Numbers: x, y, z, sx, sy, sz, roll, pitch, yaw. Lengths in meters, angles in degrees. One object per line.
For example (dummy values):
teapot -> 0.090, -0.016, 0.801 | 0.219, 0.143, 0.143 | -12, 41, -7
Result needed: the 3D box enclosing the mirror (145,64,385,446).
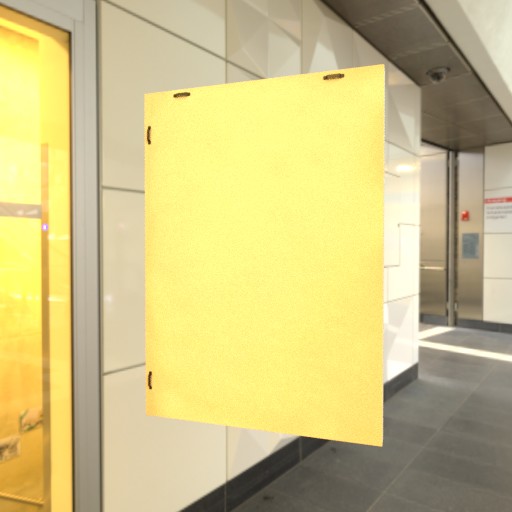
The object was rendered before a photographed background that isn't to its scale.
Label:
mirror -> 0.000, 0.000, 0.916 | 0.507, 0.710, 0.040 | 0, 1, 18
